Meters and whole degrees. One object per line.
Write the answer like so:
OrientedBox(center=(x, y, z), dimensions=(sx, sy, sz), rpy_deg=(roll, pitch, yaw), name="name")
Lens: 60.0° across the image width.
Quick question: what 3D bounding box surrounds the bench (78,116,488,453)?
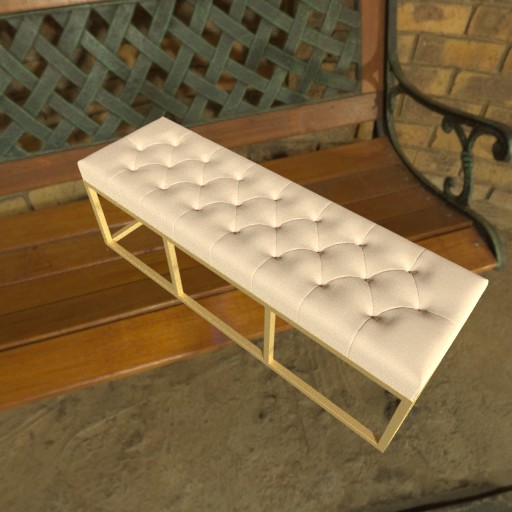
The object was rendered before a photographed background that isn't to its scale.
OrientedBox(center=(0.000, 0.000, 1.703), dimensions=(1.473, 0.484, 0.457), rpy_deg=(32, 55, 26), name="bench")
